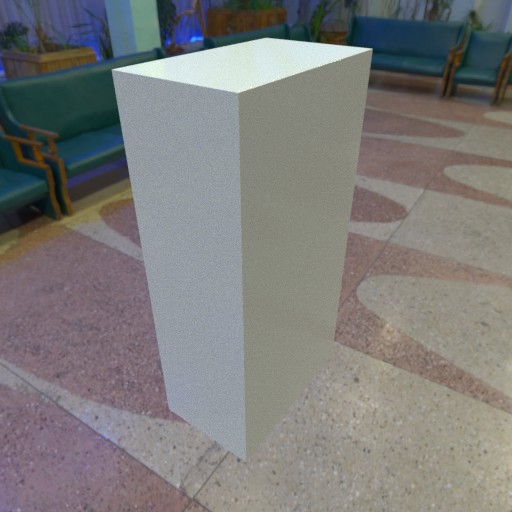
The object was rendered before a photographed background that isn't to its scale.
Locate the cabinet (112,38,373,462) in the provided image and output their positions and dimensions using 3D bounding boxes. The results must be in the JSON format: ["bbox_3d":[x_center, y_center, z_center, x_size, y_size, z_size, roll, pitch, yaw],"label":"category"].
[{"bbox_3d":[0.000,0.000,2.322,0.580,1.920,0.980,22,39,29],"label":"cabinet"}]
